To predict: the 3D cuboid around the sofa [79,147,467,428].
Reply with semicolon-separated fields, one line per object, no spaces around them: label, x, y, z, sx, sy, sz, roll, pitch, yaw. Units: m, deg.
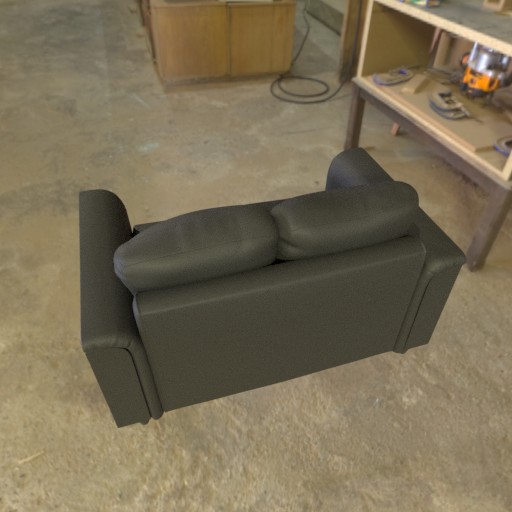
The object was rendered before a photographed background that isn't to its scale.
sofa;0.000;0.000;1.937;1.386;0.845;0.887;-12;44;-12
